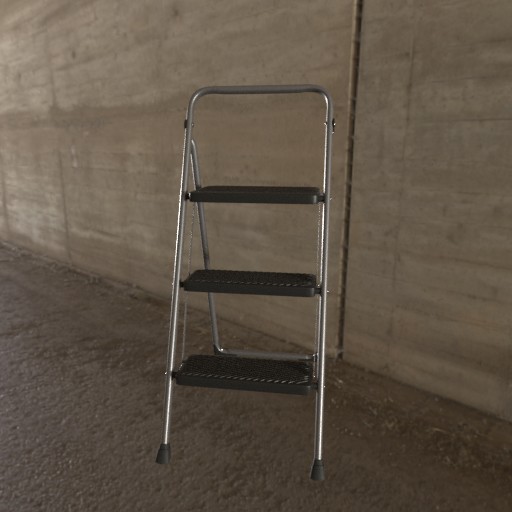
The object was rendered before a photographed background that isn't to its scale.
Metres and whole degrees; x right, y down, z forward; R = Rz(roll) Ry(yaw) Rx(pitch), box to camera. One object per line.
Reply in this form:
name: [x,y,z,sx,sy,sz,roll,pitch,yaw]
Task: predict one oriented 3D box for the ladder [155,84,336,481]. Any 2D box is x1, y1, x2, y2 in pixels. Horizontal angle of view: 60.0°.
ladder: [0.000,0.000,1.279,0.430,0.945,0.629,2,14,8]
